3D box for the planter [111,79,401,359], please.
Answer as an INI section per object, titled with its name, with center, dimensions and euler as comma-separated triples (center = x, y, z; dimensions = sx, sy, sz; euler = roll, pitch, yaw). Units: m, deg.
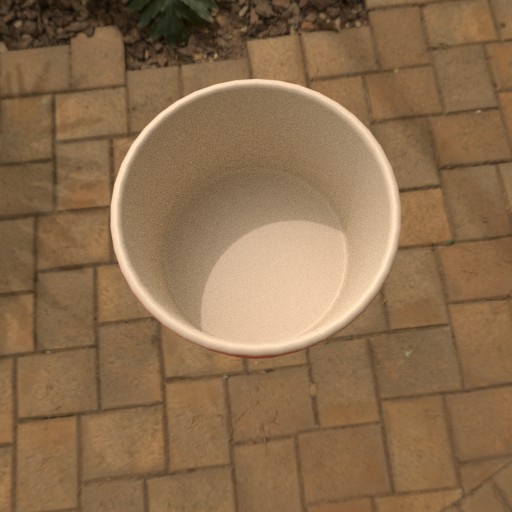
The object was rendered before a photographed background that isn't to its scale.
[planter]
center = 0.000, 0.000, 0.571
dimensions = 0.269, 0.379, 0.269
euler = 0, 76, 0
